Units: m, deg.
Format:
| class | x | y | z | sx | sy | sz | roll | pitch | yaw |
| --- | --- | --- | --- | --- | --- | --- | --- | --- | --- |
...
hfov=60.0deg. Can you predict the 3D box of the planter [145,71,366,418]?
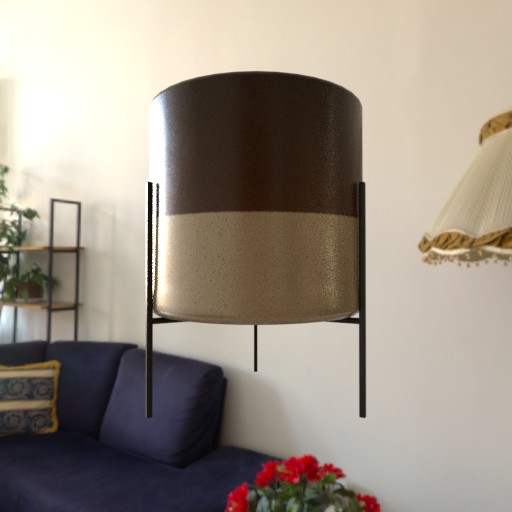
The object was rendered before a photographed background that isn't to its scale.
| class | x | y | z | sx | sy | sz | roll | pitch | yaw |
| --- | --- | --- | --- | --- | --- | --- | --- | --- | --- |
| planter | 0.000 | 0.000 | 0.731 | 0.345 | 0.465 | 0.354 | 0 | -1 | 0 |
